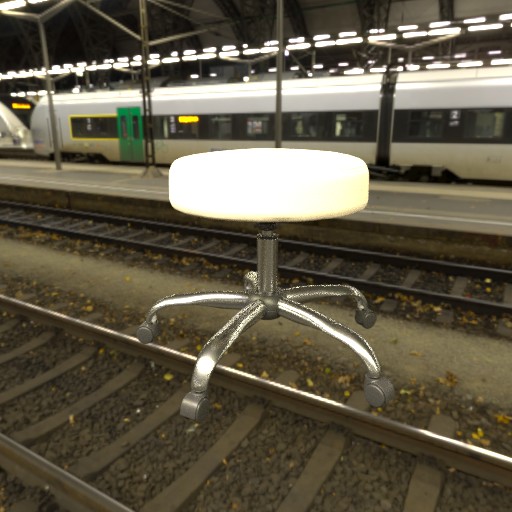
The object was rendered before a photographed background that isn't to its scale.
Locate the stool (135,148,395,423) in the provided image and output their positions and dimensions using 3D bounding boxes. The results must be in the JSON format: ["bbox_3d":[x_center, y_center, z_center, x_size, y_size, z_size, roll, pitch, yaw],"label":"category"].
[{"bbox_3d":[0.000,0.000,1.030,0.614,0.482,0.634,3,16,9],"label":"stool"}]
